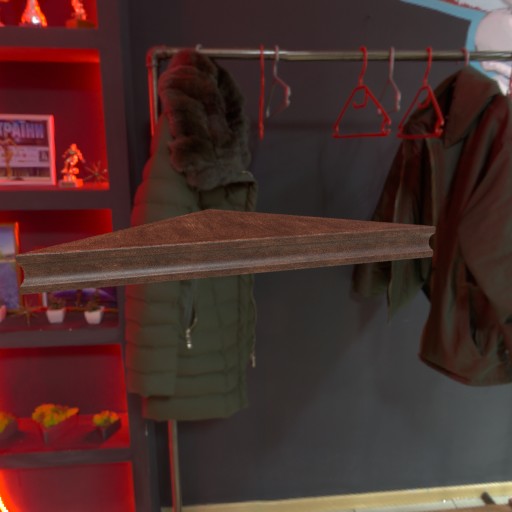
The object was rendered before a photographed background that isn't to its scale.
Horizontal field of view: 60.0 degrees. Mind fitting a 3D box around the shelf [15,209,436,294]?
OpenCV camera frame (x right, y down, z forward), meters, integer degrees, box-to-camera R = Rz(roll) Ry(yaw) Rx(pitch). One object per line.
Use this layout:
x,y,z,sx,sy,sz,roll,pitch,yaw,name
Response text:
0.000,0.000,0.433,0.296,0.035,0.296,7,16,26,shelf
